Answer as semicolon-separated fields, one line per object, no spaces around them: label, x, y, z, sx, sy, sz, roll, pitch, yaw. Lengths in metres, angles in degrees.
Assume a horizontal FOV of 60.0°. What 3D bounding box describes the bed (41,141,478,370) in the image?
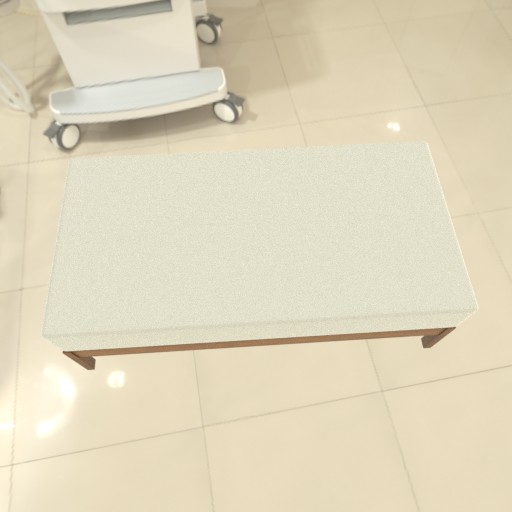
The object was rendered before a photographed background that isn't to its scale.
bed;0.000;0.000;2.384;1.902;0.616;0.961;-3;63;-2
